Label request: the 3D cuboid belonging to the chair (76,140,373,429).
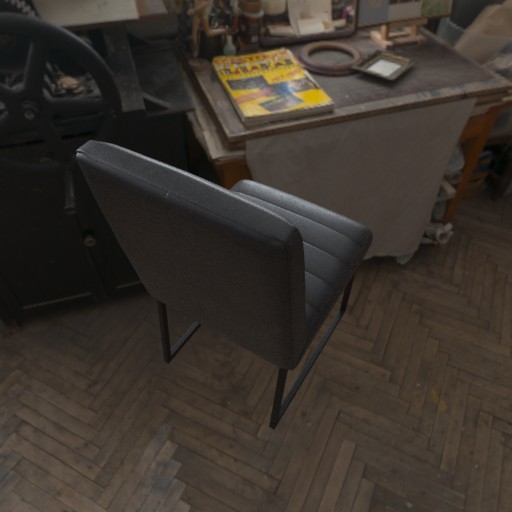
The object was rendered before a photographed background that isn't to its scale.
[{"bbox_3d":[0.000,0.000,1.321,0.520,0.930,0.634,25,52,21],"label":"chair"}]
